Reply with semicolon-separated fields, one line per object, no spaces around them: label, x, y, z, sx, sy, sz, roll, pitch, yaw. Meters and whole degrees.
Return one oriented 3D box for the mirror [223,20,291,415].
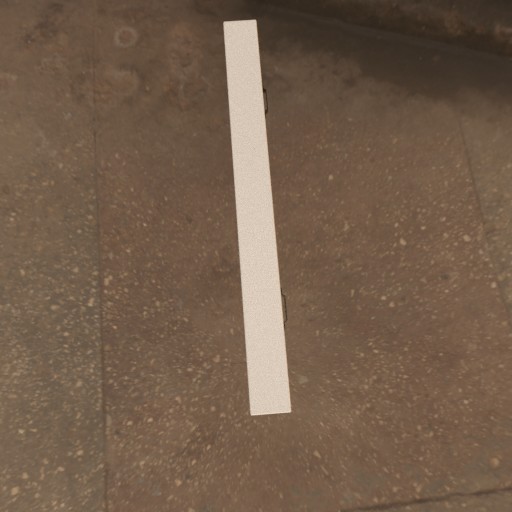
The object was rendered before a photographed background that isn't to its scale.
mirror;0.000;0.000;0.681;0.041;0.509;0.406;-4;77;-1
